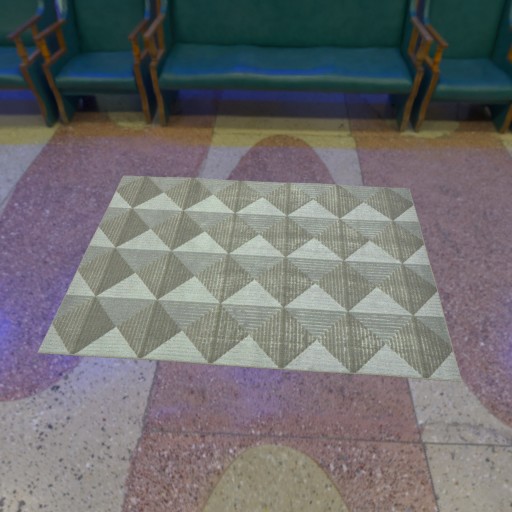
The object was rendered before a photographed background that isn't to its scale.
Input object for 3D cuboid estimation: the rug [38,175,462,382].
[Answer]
[{"bbox_3d":[0.000,0.000,4.309,3.333,0.027,2.428,3,46,3],"label":"rug"}]
